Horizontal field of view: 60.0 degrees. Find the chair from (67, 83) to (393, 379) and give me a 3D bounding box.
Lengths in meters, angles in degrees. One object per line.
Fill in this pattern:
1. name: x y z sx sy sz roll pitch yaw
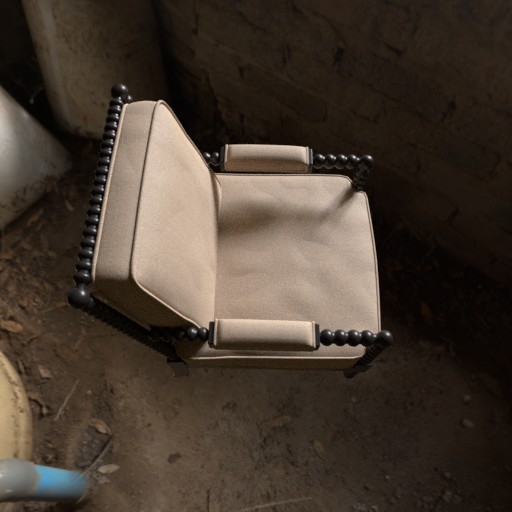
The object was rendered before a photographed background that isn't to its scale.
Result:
1. chair: 0.000 0.000 1.182 0.657 0.703 0.555 1 65 0
